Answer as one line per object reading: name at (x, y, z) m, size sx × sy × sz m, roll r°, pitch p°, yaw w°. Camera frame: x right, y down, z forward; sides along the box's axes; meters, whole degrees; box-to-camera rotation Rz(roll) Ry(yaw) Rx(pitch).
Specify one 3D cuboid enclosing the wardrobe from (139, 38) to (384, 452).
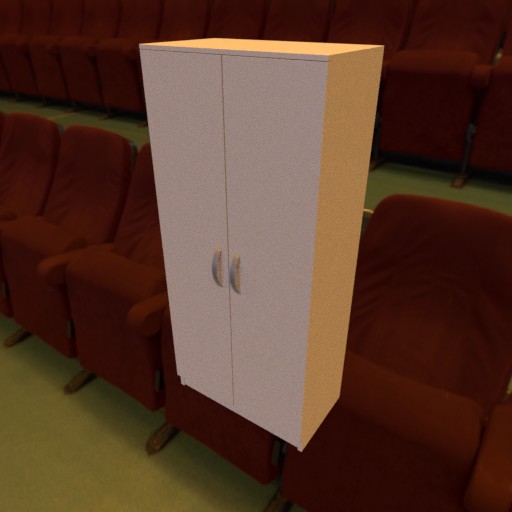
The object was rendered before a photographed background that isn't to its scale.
wardrobe at (0.000, 0.000, 1.975) m, size 0.760 × 1.700 × 0.470 m, roll 19°, pitch 34°, yaw 30°
